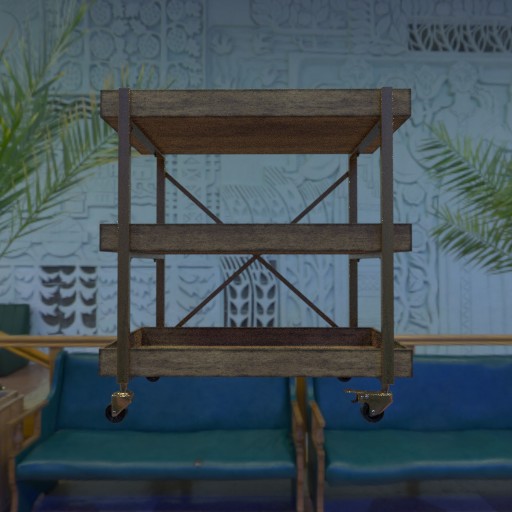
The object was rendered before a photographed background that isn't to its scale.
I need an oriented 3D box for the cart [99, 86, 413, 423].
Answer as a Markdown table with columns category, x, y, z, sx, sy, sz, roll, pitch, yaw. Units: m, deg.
| category | x | y | z | sx | sy | sz | roll | pitch | yaw |
| --- | --- | --- | --- | --- | --- | --- | --- | --- | --- |
| cart | 0.000 | 0.000 | 1.246 | 0.750 | 0.799 | 0.416 | 0 | -1 | 1 |
